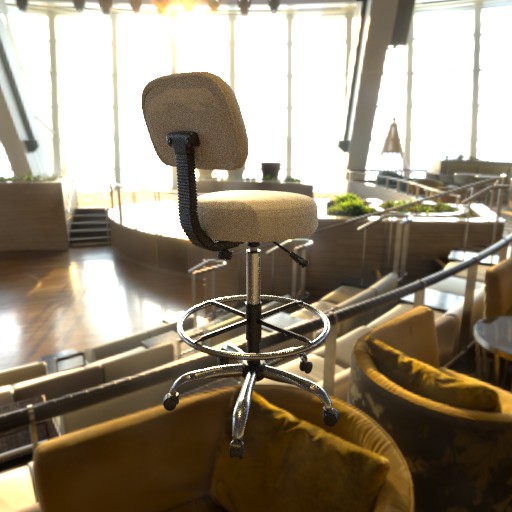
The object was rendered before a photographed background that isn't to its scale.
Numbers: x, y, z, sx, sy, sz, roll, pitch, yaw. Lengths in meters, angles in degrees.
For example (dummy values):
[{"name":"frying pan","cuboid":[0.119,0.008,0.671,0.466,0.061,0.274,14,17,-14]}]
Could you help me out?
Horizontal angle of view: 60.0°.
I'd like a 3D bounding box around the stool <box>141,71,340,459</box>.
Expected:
[{"name":"stool","cuboid":[0.000,0.000,1.477,0.616,1.080,0.609,-14,20,-42]}]
